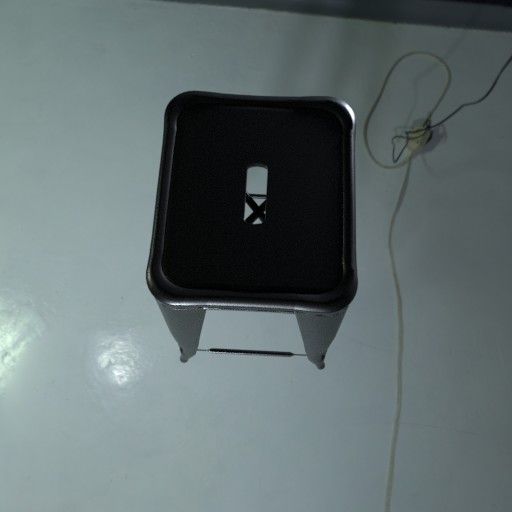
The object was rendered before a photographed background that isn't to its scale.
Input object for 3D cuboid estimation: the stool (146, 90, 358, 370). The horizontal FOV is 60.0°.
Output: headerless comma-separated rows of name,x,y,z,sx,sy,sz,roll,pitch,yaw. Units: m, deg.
stool,0.000,0.000,0.847,0.359,0.609,0.399,2,75,1
